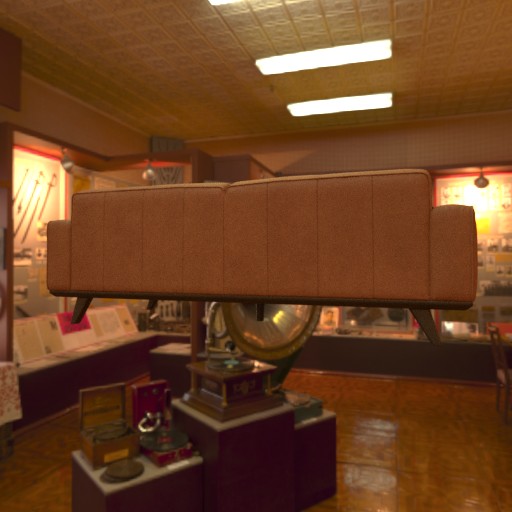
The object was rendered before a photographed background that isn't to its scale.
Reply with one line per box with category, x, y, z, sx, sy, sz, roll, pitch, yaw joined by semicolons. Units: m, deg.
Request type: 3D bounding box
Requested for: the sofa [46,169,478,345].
sofa;0.000;0.000;2.605;2.270;0.780;0.953;0;-1;19
